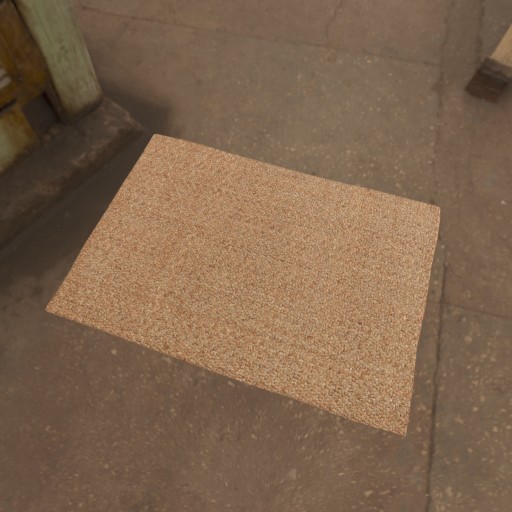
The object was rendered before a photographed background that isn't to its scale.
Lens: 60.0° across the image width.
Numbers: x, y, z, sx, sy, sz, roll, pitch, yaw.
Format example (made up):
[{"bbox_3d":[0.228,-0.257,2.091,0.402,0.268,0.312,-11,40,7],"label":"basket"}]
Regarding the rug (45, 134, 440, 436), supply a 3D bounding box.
[{"bbox_3d":[0.000,0.000,2.800,2.141,0.013,1.566,16,61,9],"label":"rug"}]
